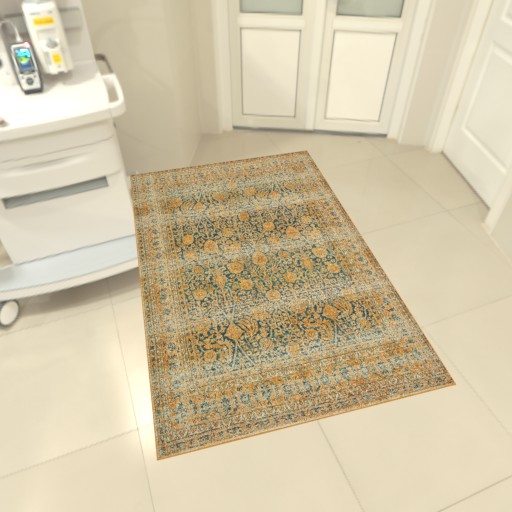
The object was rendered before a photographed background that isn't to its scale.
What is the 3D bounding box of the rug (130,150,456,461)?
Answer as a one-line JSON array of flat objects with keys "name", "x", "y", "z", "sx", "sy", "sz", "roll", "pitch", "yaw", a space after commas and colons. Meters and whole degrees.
[{"name": "rug", "x": 0.000, "y": 0.000, "z": 2.948, "sx": 1.525, "sy": 0.007, "sz": 2.336, "roll": -10, "pitch": 45, "yaw": -10}]
